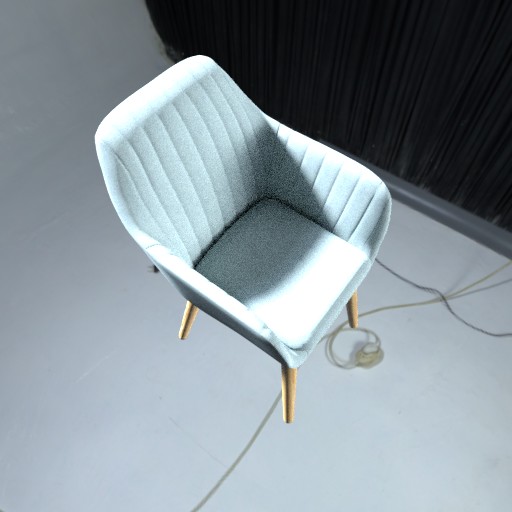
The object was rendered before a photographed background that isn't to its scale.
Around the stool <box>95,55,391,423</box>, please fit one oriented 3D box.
[{"bbox_3d":[0.000,0.000,1.200,0.590,0.830,0.503,32,63,19],"label":"stool"}]
